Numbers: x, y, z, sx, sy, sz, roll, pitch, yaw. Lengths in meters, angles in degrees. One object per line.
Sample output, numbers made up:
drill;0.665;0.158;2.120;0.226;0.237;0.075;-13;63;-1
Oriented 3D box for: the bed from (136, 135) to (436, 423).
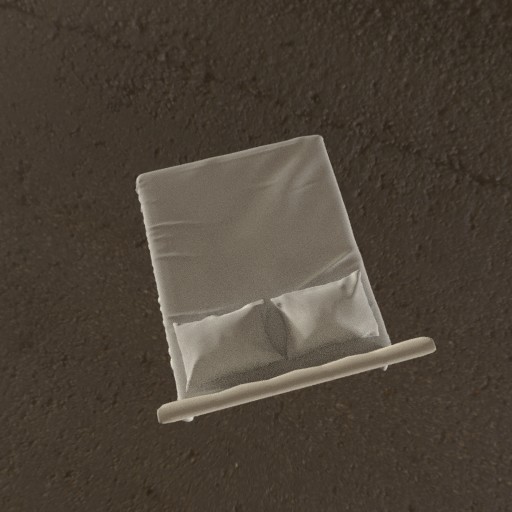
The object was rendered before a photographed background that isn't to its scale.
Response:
bed;0.000;0.000;3.507;1.936;1.577;2.222;-14;74;-4
